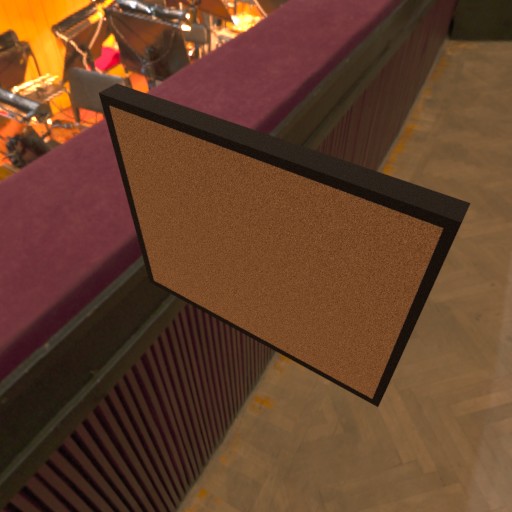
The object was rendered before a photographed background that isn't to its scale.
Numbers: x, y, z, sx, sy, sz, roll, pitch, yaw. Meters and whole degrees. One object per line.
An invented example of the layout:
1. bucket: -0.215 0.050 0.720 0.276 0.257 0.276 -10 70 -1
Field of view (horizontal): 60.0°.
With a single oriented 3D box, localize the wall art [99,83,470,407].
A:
1. wall art: 0.000 0.000 0.544 0.397 0.325 0.028 25 51 22
